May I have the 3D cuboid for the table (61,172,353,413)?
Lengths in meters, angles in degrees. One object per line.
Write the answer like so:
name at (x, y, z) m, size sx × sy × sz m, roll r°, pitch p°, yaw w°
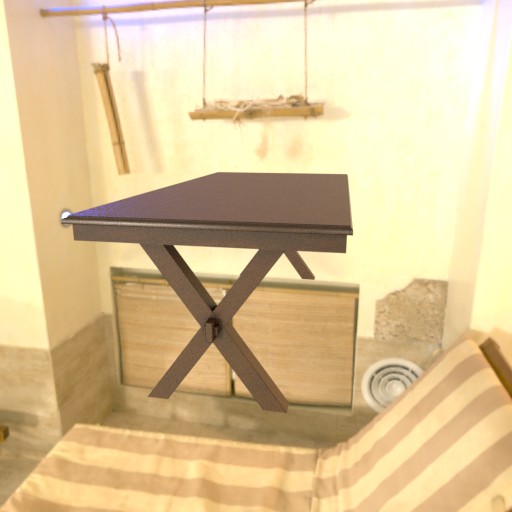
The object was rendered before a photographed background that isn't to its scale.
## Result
table at (0.000, 0.000, 1.492) m, size 0.594 × 0.459 × 1.197 m, roll 3°, pitch 15°, yaw 11°
